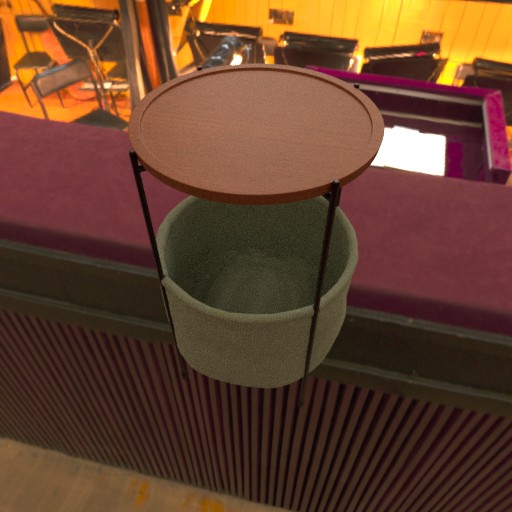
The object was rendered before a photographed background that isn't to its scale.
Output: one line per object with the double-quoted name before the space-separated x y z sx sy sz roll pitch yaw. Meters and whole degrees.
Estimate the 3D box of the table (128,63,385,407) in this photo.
"table" 0.000 0.000 0.899 0.400 0.623 0.400 10 47 10
